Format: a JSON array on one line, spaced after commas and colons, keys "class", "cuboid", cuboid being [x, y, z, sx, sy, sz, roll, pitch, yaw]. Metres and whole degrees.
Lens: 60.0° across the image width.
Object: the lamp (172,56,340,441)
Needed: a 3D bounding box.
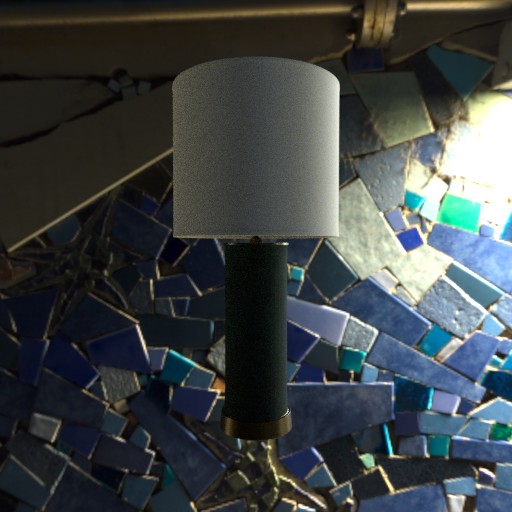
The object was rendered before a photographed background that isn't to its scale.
[{"class": "lamp", "cuboid": [0.000, 0.000, 0.818, 0.301, 0.630, 0.301, 0, 2, 18]}]
